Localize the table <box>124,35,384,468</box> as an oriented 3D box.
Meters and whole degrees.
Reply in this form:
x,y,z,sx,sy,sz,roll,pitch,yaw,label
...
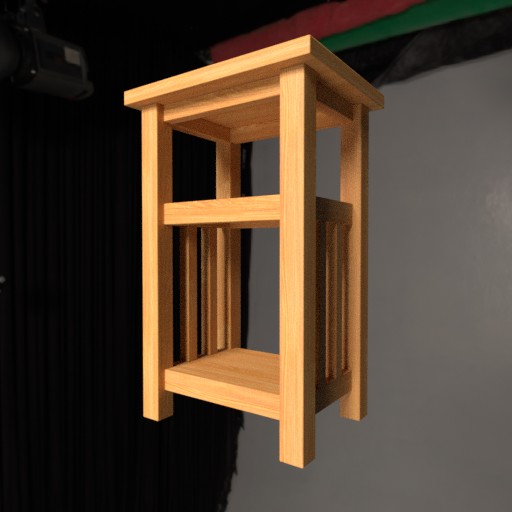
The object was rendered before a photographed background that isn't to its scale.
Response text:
x,y,z,sx,sy,sz,roll,pitch,yaw,label
0.000,0.000,0.757,0.350,0.550,0.270,1,2,35,table
